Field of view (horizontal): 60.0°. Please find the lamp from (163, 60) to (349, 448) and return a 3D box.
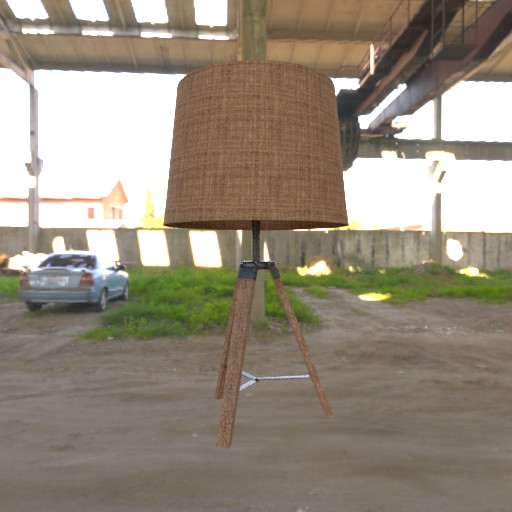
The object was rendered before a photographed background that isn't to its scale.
[{"bbox_3d":[0.000,0.000,0.705,0.290,0.514,0.290,0,1,0],"label":"lamp"}]
